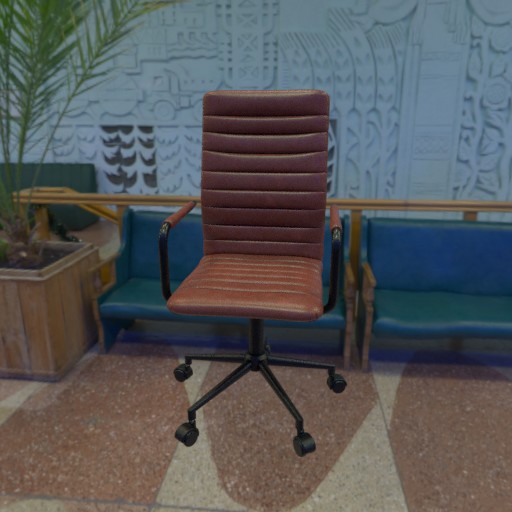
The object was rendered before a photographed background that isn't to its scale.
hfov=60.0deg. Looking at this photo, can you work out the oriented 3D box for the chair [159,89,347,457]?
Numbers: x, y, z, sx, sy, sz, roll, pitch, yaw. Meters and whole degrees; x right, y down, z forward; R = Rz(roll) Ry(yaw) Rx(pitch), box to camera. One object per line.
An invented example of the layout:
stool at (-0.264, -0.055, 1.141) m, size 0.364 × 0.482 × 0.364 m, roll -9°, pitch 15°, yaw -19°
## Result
chair at (0.000, 0.000, 1.353) m, size 0.608 × 0.979 × 0.580 m, roll 2°, pitch 17°, yaw 8°
